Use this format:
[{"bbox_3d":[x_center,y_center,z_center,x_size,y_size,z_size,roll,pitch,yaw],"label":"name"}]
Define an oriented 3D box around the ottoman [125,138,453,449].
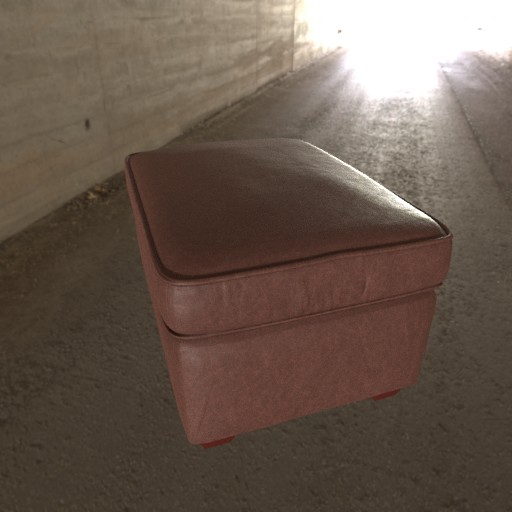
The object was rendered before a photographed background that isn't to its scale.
[{"bbox_3d":[0.000,0.000,1.102,0.548,0.449,0.749,-9,30,-17],"label":"ottoman"}]
